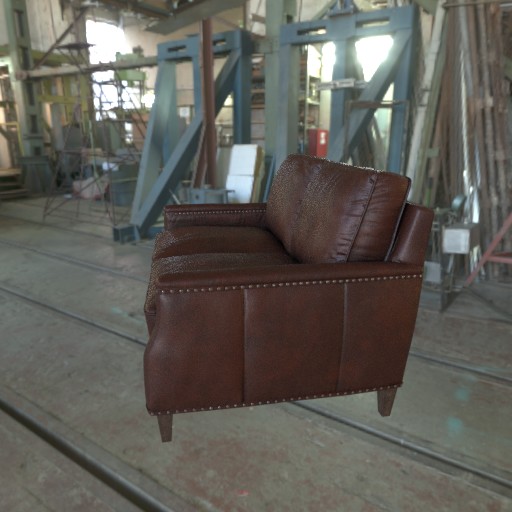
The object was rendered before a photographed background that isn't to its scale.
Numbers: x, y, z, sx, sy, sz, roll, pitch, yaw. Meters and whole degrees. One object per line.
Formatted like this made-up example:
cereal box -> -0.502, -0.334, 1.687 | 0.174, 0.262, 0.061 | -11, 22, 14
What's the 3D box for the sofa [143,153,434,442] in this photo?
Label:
sofa -> 0.000, 0.000, 2.322 | 1.083, 1.003, 1.628 | -3, 16, -10
